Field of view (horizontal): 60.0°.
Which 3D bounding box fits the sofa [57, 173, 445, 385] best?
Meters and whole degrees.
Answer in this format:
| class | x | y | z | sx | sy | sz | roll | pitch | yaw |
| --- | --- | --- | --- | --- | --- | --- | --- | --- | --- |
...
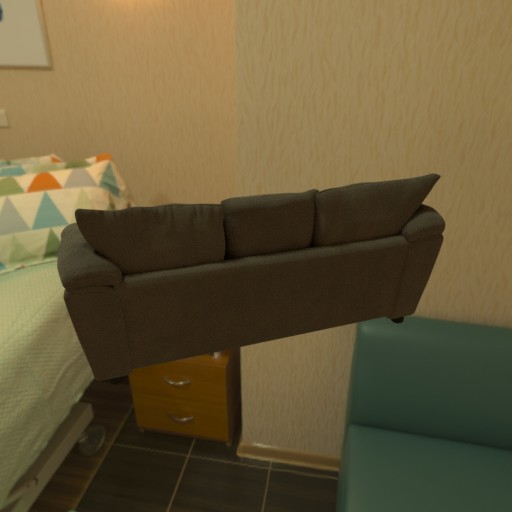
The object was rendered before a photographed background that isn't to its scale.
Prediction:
| class | x | y | z | sx | sy | sz | roll | pitch | yaw |
| --- | --- | --- | --- | --- | --- | --- | --- | --- | --- |
| sofa | 0.000 | 0.000 | 2.892 | 2.336 | 1.073 | 0.878 | -8 | 27 | -17 |
